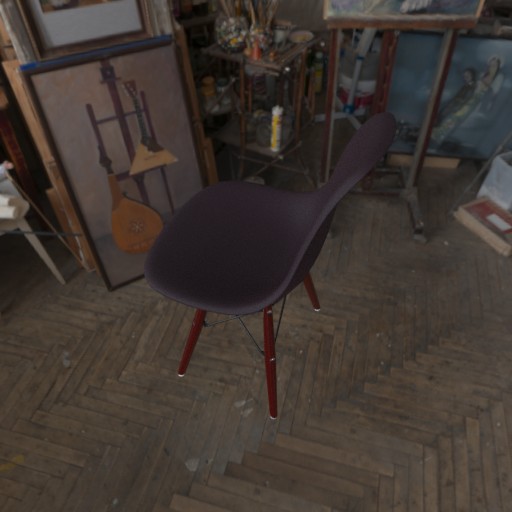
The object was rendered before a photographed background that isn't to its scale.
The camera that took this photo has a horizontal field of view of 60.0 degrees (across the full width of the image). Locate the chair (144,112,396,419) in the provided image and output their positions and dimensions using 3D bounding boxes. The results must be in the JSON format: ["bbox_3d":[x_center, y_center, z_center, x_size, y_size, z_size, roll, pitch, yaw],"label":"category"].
[{"bbox_3d":[0.000,0.000,1.159,0.533,0.826,0.470,16,48,14],"label":"chair"}]
